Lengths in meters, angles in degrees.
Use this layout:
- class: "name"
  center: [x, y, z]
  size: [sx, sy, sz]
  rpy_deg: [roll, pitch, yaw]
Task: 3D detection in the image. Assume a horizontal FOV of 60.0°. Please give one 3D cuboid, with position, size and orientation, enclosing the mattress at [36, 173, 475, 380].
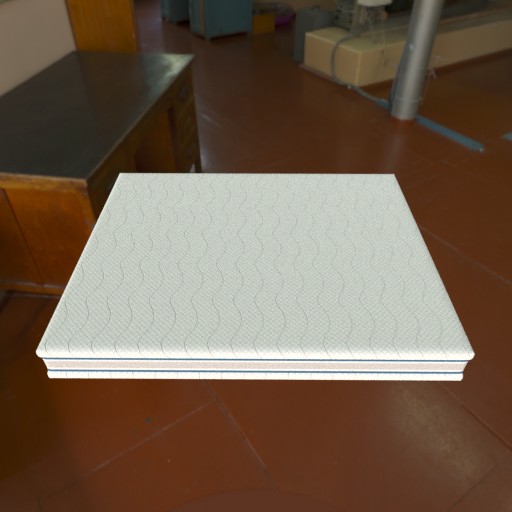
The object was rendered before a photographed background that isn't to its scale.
- class: "mattress"
  center: [0.000, 0.000, 2.685]
  size: [2.000, 0.230, 1.600]
  rpy_deg: [0, 41, 0]
